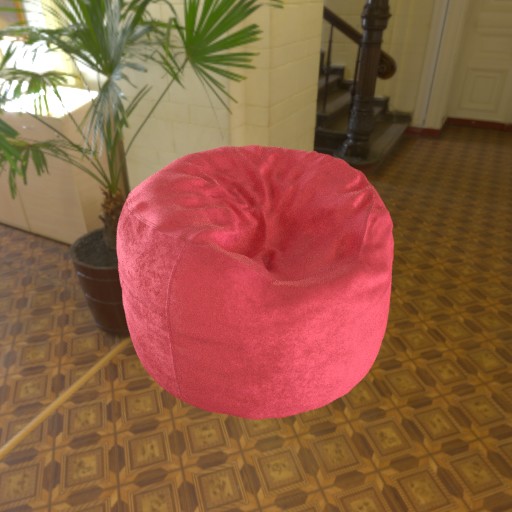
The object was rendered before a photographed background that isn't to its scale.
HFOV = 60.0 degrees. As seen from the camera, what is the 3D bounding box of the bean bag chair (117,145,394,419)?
[{"bbox_3d":[0.000,0.000,2.007,1.218,0.788,1.218,0,32,0],"label":"bean bag chair"}]
